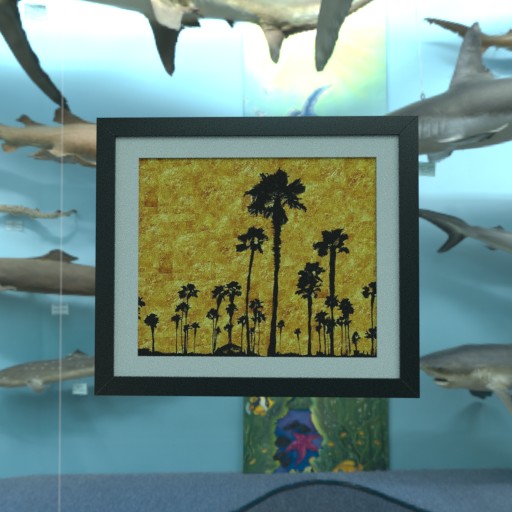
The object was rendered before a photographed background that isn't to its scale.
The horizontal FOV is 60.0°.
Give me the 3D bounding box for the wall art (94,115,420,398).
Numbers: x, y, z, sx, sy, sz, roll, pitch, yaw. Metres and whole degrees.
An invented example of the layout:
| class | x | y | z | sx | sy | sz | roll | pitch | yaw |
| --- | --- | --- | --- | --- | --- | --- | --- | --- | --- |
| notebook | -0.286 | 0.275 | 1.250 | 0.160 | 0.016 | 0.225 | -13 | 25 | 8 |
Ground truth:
| class | x | y | z | sx | sy | sz | roll | pitch | yaw |
| --- | --- | --- | --- | --- | --- | --- | --- | --- | --- |
| wall art | 0.000 | 0.000 | 0.529 | 0.383 | 0.332 | 0.012 | 0 | -1 | 1 |
